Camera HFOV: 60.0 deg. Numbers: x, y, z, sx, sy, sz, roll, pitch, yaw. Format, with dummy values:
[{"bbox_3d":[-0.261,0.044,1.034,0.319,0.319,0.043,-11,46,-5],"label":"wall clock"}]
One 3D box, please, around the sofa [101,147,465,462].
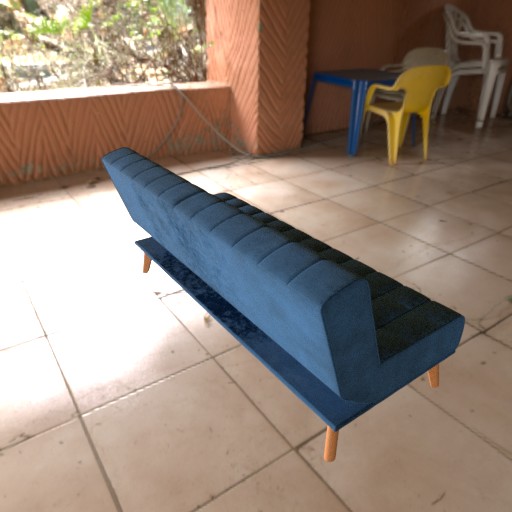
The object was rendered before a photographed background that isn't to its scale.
[{"bbox_3d":[0.000,0.000,2.239,0.855,0.813,1.804,-19,33,-31],"label":"sofa"}]
